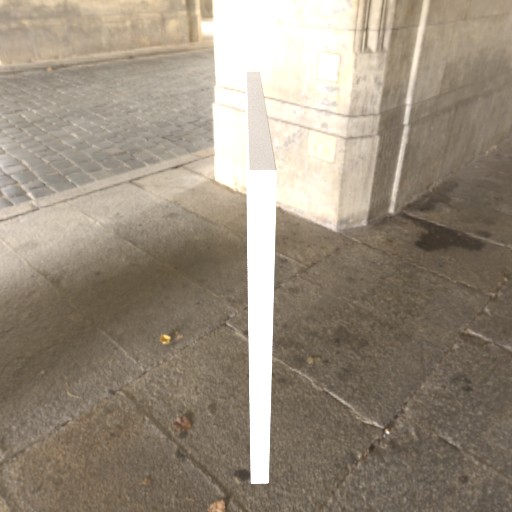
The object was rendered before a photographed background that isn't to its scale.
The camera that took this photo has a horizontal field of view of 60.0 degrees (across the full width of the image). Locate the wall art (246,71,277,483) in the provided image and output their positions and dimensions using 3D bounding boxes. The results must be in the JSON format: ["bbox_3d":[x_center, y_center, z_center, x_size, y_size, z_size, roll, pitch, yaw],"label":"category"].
[{"bbox_3d":[0.000,0.000,1.142,0.040,0.762,0.762,-1,32,-1],"label":"wall art"}]
